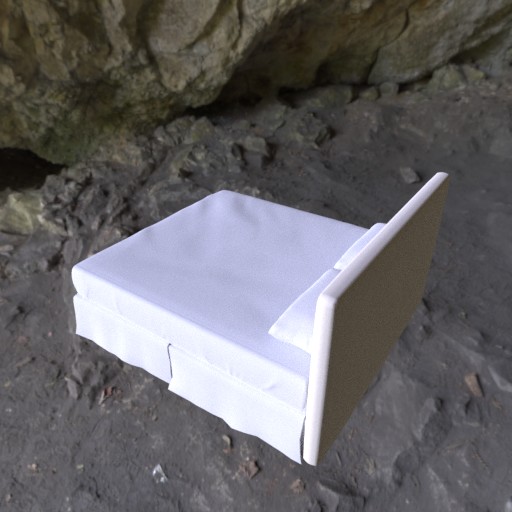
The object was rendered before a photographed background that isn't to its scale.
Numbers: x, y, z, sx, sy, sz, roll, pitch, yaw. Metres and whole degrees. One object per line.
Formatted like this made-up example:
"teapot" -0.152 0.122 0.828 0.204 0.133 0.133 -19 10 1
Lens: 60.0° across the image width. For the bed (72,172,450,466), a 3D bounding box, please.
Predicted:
"bed" 0.000 0.000 3.626 2.341 1.317 2.119 20 36 29
